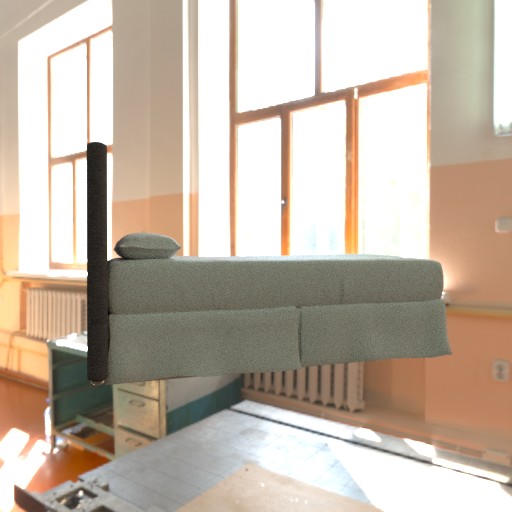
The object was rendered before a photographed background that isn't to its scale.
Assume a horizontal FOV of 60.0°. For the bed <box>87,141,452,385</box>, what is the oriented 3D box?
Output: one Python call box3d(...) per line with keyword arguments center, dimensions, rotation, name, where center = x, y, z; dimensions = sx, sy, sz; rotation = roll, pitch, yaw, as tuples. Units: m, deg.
box3d(center=(0.000, 0.000, 3.596), dimensions=(2.507, 1.441, 1.741), rotation=(0, 1, -19), name="bed")
